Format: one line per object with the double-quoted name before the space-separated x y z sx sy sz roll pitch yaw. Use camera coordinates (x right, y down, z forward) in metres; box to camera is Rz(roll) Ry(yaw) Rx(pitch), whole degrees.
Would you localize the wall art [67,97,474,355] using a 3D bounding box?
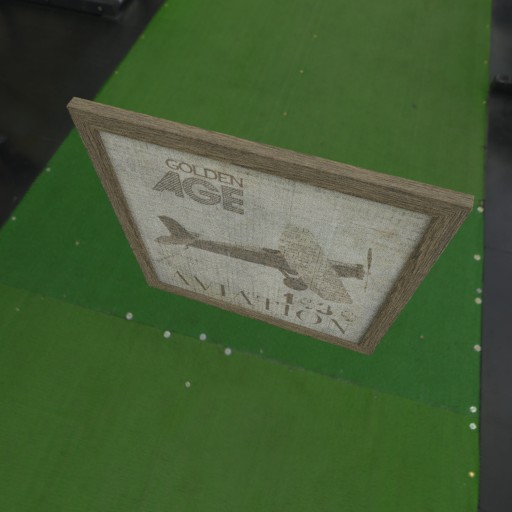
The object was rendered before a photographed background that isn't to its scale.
"wall art" 0.000 0.000 0.750 0.508 0.508 0.019 16 61 9
